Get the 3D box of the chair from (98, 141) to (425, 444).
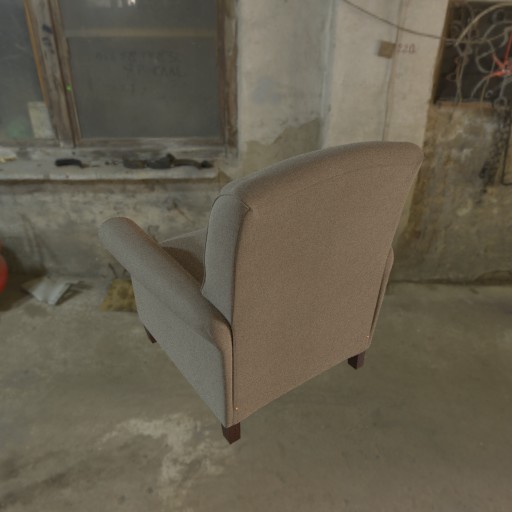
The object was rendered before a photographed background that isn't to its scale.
[{"bbox_3d":[0.000,0.000,1.791,0.978,1.061,0.905,-19,34,-31],"label":"chair"}]
